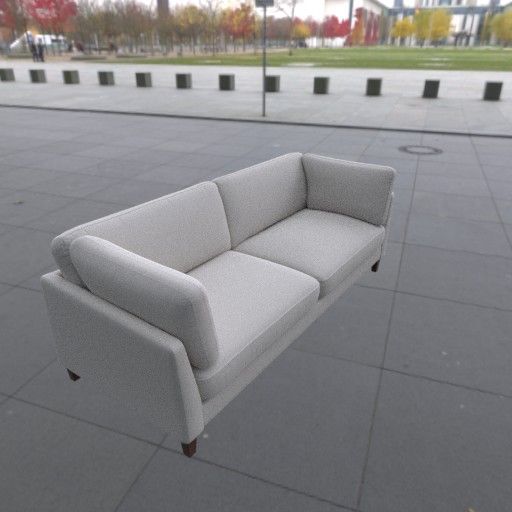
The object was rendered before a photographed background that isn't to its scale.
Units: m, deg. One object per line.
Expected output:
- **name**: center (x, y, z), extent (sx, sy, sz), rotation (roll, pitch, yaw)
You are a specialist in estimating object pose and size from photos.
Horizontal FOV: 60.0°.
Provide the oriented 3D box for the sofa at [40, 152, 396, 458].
- **sofa**: center (0.000, 0.000, 2.753), extent (0.957, 0.863, 2.301), rotation (17, 31, 31)
